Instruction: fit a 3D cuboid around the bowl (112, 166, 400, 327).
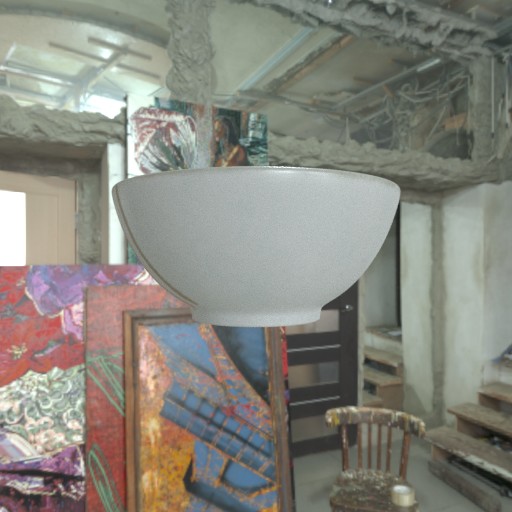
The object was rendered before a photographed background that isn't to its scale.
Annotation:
[{"bbox_3d":[0.000,0.000,0.432,0.268,0.121,0.268,0,0,0],"label":"bowl"}]
